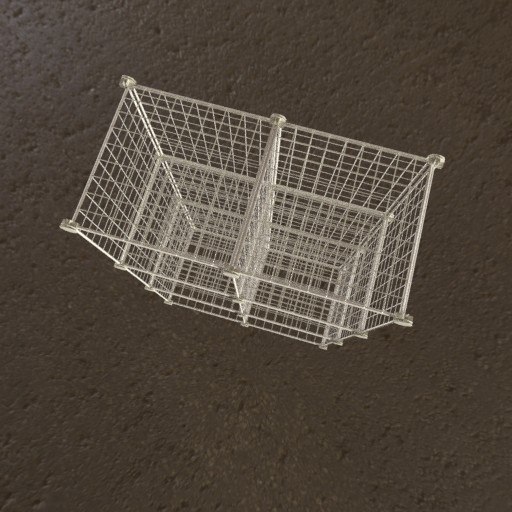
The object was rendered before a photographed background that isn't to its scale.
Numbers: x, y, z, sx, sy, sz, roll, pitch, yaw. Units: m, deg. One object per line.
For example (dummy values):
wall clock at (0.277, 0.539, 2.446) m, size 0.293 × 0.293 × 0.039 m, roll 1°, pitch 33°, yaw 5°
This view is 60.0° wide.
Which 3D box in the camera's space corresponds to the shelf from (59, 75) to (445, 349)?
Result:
shelf at (0.000, 0.000, 1.403) m, size 0.711 × 1.067 × 0.356 m, roll 15°, pitch 76°, yaw 4°
